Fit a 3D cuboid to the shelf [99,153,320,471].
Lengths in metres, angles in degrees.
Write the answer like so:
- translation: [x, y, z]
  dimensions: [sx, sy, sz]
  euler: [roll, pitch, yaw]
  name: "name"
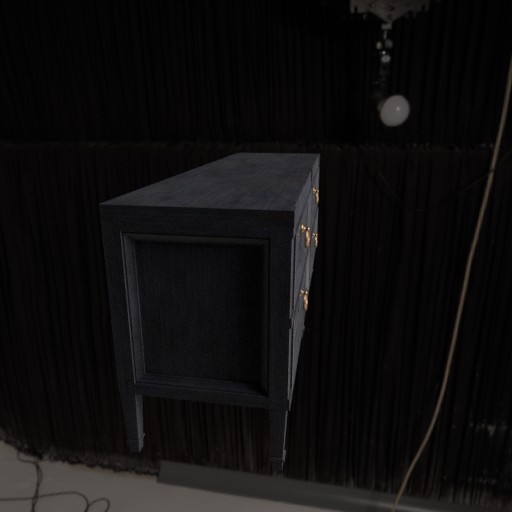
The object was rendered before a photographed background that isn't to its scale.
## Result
- translation: [0.000, 0.000, 1.852]
  dimensions: [0.479, 0.719, 1.575]
  euler: [3, 18, 9]
  name: "shelf"
